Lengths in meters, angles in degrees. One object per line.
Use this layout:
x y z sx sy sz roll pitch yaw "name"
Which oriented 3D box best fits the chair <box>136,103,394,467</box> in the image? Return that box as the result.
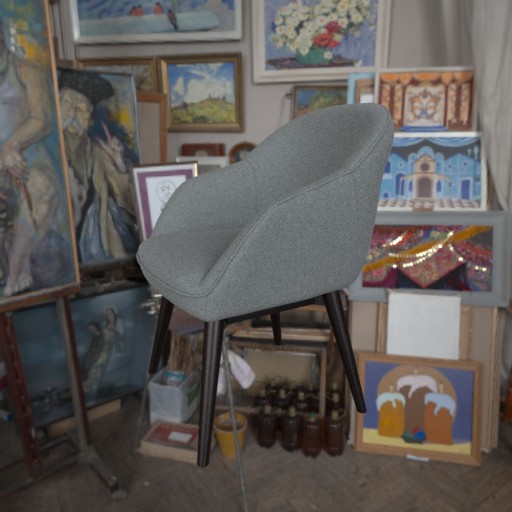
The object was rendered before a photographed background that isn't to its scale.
0.000 0.000 1.214 0.611 0.810 0.589 -7 16 -26 "chair"
